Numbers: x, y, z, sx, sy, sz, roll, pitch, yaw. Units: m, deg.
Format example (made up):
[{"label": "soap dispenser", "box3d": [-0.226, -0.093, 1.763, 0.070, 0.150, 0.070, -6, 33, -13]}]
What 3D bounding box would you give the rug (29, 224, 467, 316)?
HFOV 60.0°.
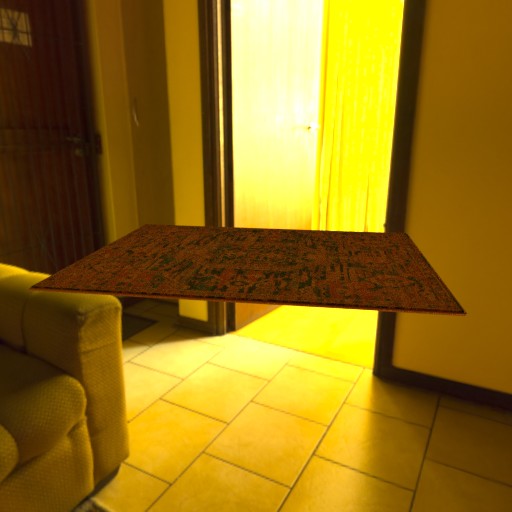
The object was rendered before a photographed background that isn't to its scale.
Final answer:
[{"label": "rug", "box3d": [0.000, 0.000, 2.943, 2.204, 0.024, 1.588, 2, 17, 8]}]
